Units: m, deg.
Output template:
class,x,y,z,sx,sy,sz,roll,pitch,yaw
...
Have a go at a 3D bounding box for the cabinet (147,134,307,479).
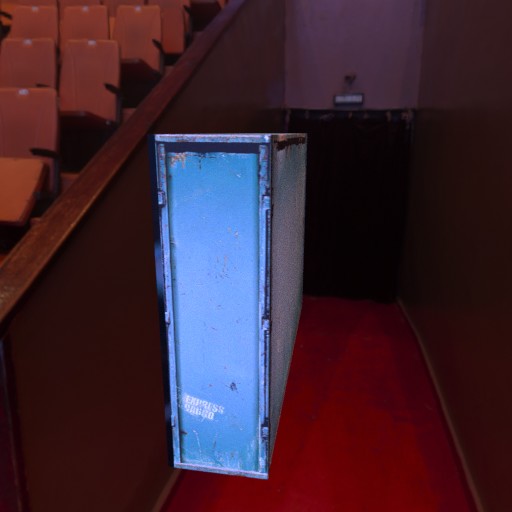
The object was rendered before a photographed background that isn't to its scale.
class,x,y,z,sx,sy,sz,roll,pitch,yaw
cabinet,0.000,0.000,4.068,0.680,2.160,3.001,3,16,10
